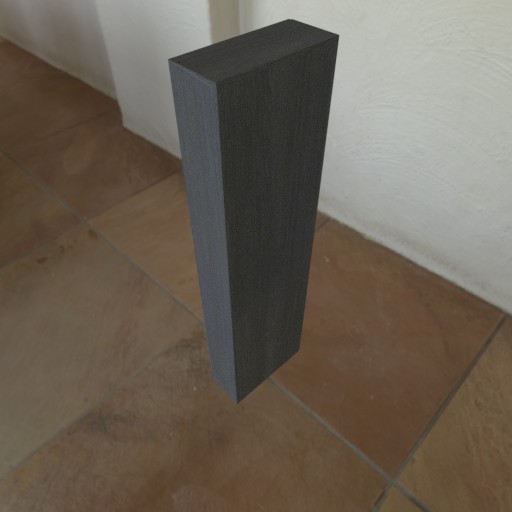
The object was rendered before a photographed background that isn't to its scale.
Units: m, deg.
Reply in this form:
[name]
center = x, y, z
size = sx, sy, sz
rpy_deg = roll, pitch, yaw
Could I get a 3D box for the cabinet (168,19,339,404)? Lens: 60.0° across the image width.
[cabinet]
center = 0.000, 0.000, 1.961
size = 0.500, 1.790, 0.230
rpy_deg = -34, 54, -29
